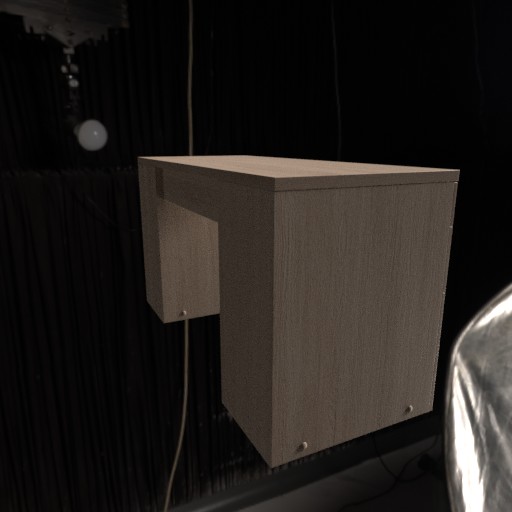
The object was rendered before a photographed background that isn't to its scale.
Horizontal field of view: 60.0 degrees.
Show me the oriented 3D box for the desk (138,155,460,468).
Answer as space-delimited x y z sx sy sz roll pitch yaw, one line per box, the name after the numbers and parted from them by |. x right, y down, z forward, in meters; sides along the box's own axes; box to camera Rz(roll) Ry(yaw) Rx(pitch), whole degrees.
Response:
0.000 0.000 1.776 0.600 0.740 1.390 -7 16 -25 | desk
